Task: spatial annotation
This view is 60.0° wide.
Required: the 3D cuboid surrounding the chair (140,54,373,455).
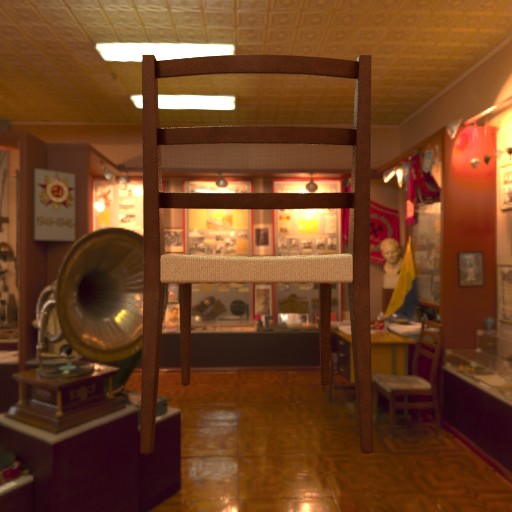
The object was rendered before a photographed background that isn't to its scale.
[{"bbox_3d":[0.000,0.000,1.137,0.480,0.813,0.551,0,0,0],"label":"chair"}]
